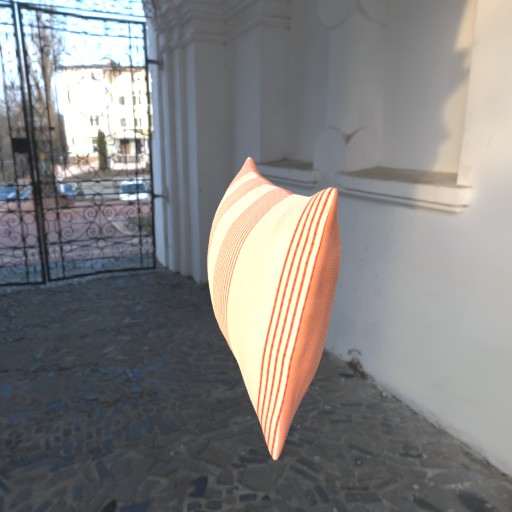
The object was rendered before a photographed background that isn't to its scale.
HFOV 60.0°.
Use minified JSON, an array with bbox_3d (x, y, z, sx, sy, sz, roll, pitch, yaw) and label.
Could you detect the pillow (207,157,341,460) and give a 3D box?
[{"bbox_3d":[0.000,0.000,0.726,0.156,0.292,0.608,-2,15,-8],"label":"pillow"}]
